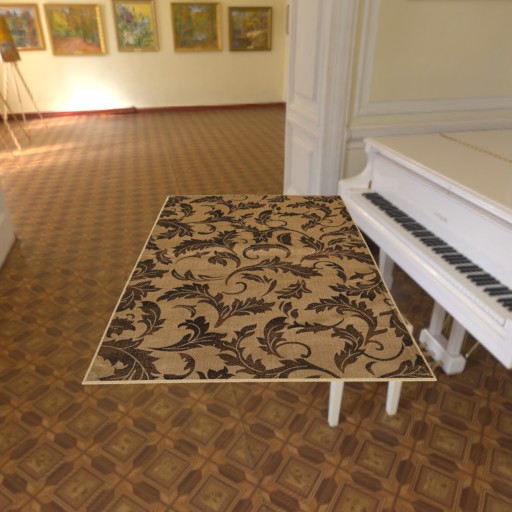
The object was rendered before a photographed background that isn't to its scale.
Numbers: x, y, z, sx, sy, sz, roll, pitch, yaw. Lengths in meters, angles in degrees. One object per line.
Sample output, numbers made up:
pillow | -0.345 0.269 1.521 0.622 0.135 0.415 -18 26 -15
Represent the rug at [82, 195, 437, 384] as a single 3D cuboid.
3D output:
rug | 0.000 0.000 2.888 1.522 0.008 2.284 0 28 -1
